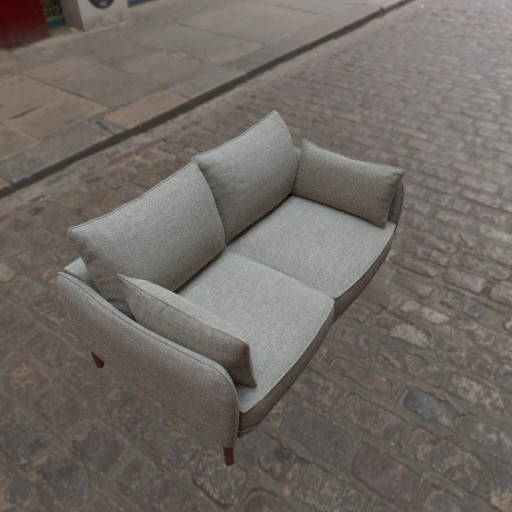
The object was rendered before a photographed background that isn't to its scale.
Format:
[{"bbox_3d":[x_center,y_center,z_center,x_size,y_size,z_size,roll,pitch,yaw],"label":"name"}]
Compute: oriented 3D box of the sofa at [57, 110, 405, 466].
[{"bbox_3d":[0.000,0.000,2.180,0.972,0.851,1.580,25,47,26],"label":"sofa"}]
